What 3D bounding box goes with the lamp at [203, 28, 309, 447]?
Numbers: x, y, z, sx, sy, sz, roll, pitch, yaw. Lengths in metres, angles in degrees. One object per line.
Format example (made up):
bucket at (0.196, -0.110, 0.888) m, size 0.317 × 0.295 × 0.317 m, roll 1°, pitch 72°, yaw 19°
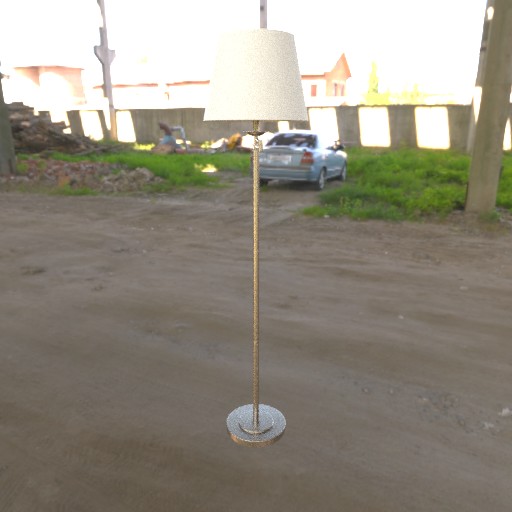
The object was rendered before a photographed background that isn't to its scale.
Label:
lamp at (0.000, 0.000, 1.635) m, size 0.355 × 1.473 × 0.355 m, roll 0°, pitch 16°, yaw 0°
